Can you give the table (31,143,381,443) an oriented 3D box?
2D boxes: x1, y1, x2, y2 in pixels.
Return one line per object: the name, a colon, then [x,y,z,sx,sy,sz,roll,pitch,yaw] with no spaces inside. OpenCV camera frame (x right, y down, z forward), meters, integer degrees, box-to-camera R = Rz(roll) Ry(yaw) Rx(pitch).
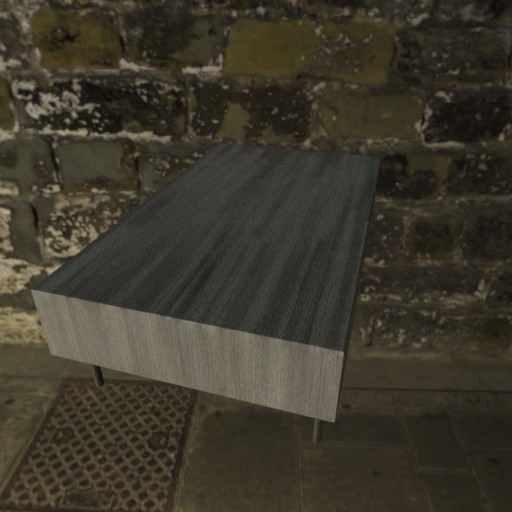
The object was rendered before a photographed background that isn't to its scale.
table: [0.000,0.000,1.365,0.643,0.347,1.088,9,32,14]
